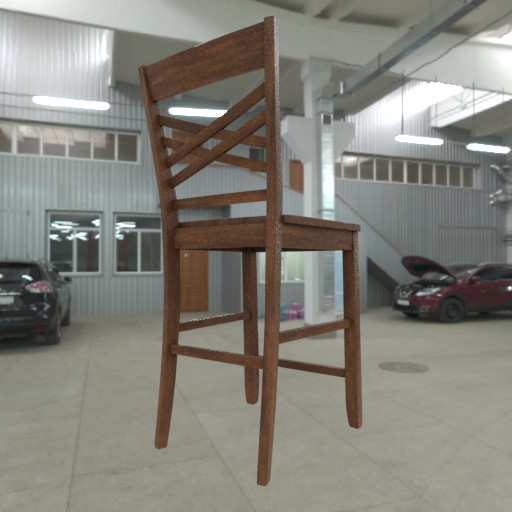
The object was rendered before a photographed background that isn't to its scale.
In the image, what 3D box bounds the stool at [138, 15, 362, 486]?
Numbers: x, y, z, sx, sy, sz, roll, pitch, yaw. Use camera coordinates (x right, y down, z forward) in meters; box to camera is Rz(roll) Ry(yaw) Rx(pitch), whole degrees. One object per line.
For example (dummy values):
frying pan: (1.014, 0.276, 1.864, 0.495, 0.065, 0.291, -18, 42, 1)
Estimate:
stool: (0.000, 0.000, 1.328, 0.462, 1.079, 0.539, -1, -1, 36)
